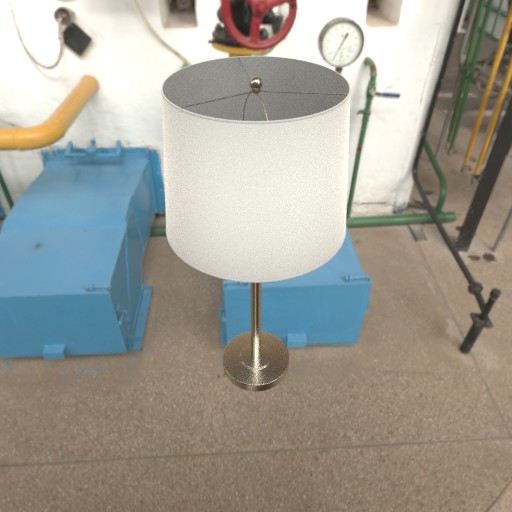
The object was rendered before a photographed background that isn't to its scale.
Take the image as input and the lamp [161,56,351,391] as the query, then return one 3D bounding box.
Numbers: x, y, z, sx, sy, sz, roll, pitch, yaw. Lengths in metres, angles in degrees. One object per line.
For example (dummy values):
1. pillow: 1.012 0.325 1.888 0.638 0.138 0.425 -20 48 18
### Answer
1. lamp: 0.000 0.000 0.883 0.333 0.696 0.333 0 40 0
